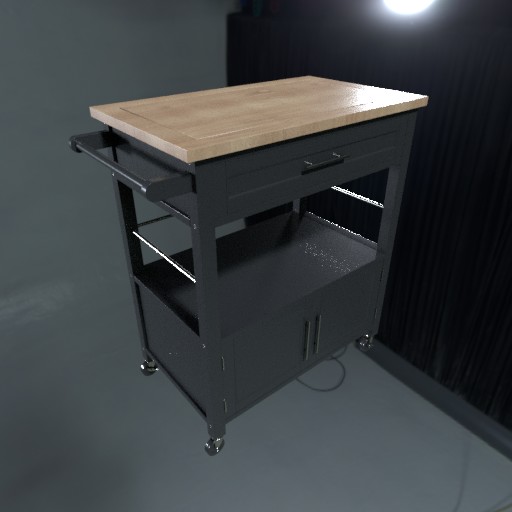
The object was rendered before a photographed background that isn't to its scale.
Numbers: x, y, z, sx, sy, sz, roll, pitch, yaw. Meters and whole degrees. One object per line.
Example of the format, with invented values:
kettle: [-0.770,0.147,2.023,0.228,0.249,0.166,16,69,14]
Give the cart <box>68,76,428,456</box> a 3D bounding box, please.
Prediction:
cart: [0.000,0.000,1.356,0.840,0.901,0.459,-23,37,-33]
